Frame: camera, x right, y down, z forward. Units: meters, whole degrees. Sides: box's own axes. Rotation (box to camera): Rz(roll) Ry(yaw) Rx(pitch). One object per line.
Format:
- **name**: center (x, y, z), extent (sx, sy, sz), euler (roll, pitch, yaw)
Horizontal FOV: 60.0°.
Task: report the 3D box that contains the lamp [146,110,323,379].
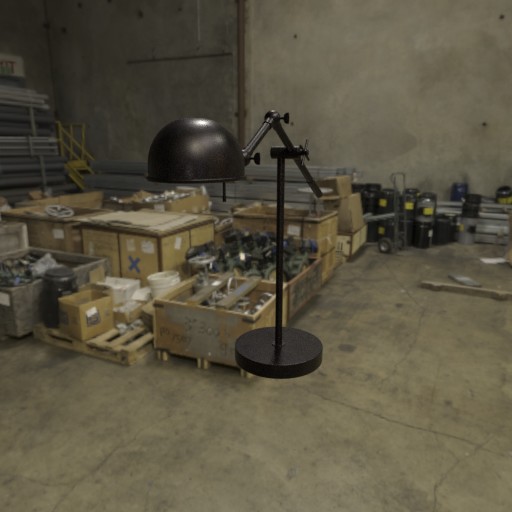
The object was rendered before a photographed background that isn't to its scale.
- **lamp**: center (0.000, 0.000, 0.791), extent (0.185, 0.495, 0.567), euler (7, 16, 25)
